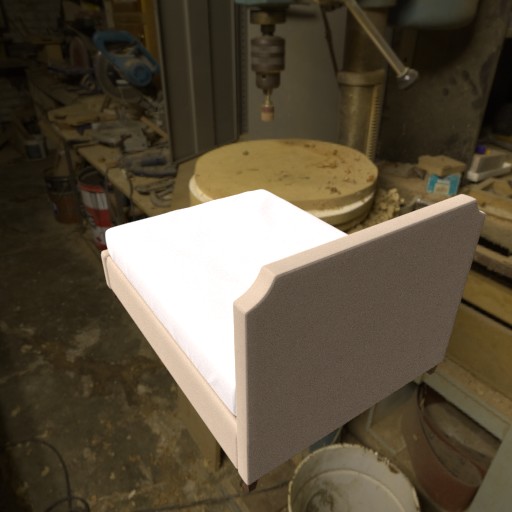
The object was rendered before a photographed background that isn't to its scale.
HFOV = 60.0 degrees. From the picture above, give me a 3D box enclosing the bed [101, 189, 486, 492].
[{"bbox_3d":[0.000,0.000,3.309,1.703,1.415,2.329,-19,36,-29],"label":"bed"}]
